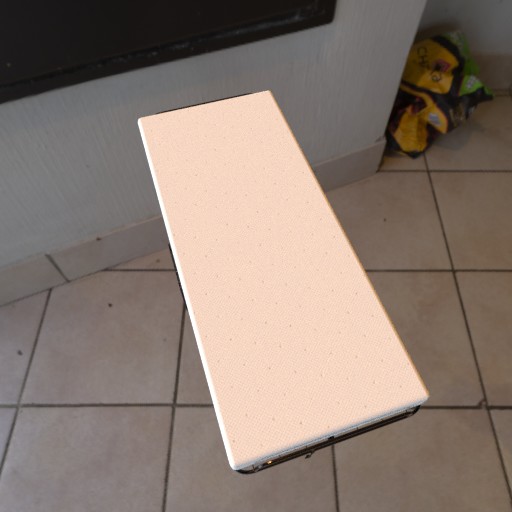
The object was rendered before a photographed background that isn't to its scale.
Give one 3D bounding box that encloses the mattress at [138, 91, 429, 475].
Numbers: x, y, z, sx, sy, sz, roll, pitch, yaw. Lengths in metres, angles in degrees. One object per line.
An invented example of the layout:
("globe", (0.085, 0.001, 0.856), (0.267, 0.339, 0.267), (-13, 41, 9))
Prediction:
("mattress", (0.000, 0.000, 2.531), (0.922, 0.519, 2.153), (-16, 60, -9))
